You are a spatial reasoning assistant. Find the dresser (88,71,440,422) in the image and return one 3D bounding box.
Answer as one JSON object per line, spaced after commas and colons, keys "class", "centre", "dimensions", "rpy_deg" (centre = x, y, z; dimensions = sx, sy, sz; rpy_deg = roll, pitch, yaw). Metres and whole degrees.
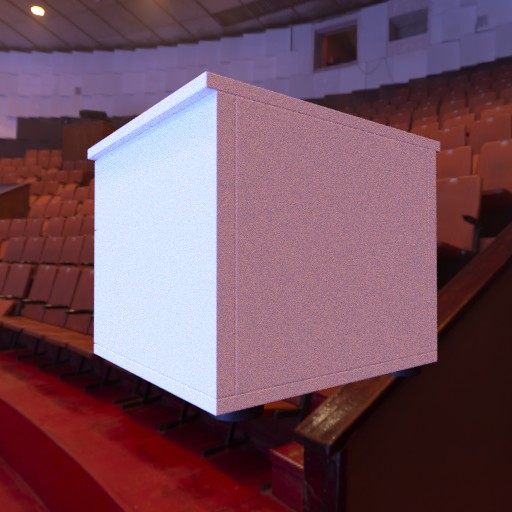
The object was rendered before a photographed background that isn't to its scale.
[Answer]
{"class": "dresser", "centre": [0.000, 0.000, 0.727], "dimensions": [0.430, 0.360, 0.400], "rpy_deg": [1, -1, -37]}
